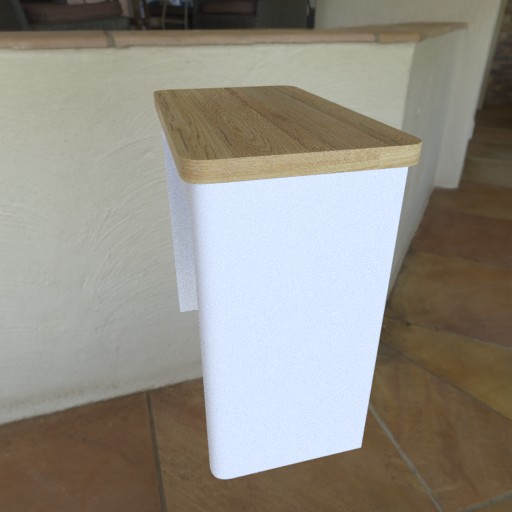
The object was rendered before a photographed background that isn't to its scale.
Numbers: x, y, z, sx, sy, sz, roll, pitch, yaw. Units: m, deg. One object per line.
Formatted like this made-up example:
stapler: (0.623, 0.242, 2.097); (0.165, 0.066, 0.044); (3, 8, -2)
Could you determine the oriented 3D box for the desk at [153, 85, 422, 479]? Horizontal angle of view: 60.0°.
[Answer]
desk: (0.000, 0.000, 1.241); (0.440, 0.790, 0.760); (-7, 29, -13)
